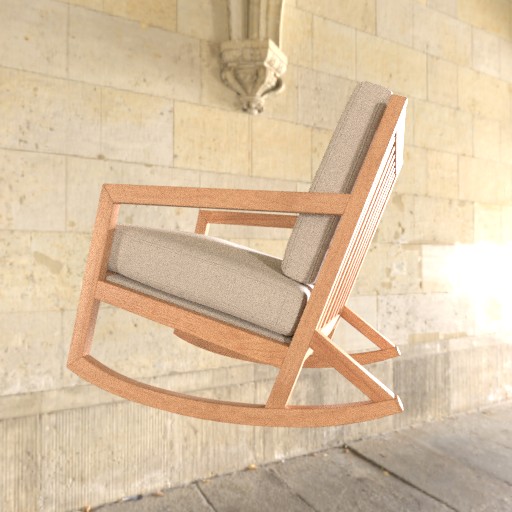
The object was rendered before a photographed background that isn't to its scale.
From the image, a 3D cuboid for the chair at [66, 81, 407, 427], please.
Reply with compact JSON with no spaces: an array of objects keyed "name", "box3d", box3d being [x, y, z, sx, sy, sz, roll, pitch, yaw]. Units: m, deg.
[{"name":"chair","box3d":[0.000,0.000,1.344,0.857,0.790,0.622,0,-1,17]}]
